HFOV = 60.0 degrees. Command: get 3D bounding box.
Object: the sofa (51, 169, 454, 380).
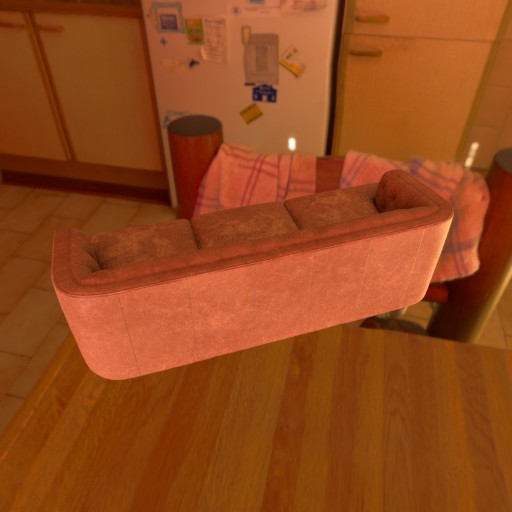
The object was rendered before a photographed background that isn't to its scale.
[{"bbox_3d":[0.000,0.000,2.725,2.257,0.791,0.922,-12,43,-13],"label":"sofa"}]
